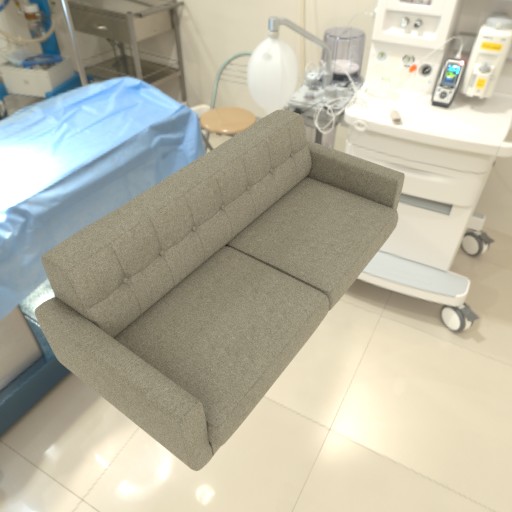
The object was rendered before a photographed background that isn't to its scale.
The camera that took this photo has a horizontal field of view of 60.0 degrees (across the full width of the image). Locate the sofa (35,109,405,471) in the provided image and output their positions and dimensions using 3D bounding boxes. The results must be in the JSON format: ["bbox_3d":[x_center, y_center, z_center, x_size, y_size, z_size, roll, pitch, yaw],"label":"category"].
[{"bbox_3d":[0.000,0.000,2.473,0.968,0.873,2.055,26,48,26],"label":"sofa"}]
